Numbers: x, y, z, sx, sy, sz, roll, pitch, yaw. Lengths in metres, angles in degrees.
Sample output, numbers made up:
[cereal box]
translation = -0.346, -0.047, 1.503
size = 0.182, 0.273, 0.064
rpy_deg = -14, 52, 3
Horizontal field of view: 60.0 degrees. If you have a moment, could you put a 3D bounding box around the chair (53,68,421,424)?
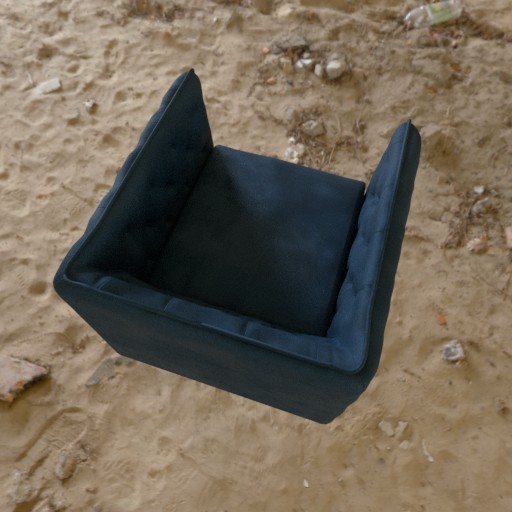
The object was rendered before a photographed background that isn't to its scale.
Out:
[chair]
translation = 0.000, 0.000, 1.568
size = 0.868, 0.771, 0.877
rpy_deg = 16, 63, 8
